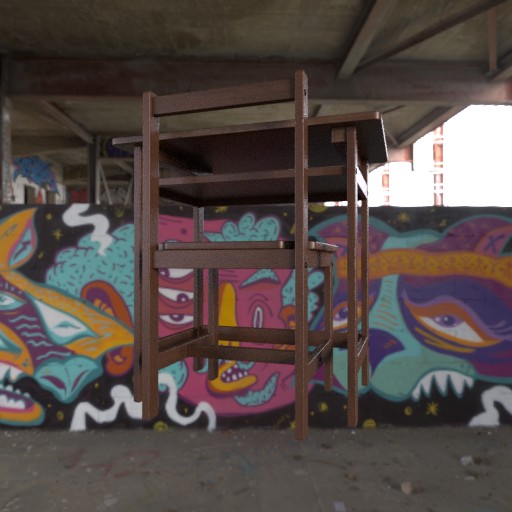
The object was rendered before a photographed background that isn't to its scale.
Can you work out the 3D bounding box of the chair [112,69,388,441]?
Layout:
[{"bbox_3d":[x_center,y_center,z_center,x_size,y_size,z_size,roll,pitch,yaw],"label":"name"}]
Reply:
[{"bbox_3d":[0.000,0.000,1.072,0.599,0.673,0.463,0,-1,18],"label":"chair"}]
